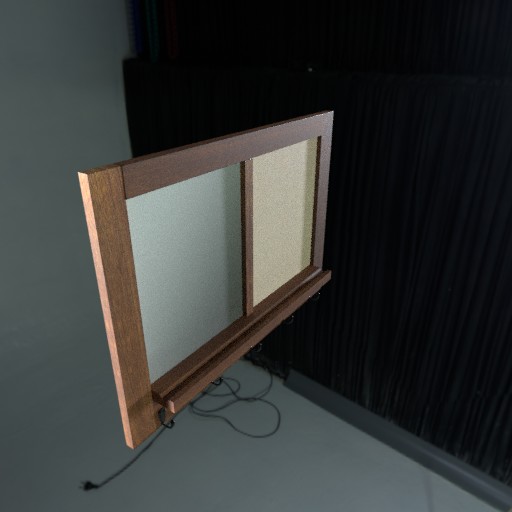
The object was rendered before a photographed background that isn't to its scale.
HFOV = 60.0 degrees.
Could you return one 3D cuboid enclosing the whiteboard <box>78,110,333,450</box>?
[{"bbox_3d":[0.000,0.000,1.035,0.083,0.559,0.783,17,31,31],"label":"whiteboard"}]
